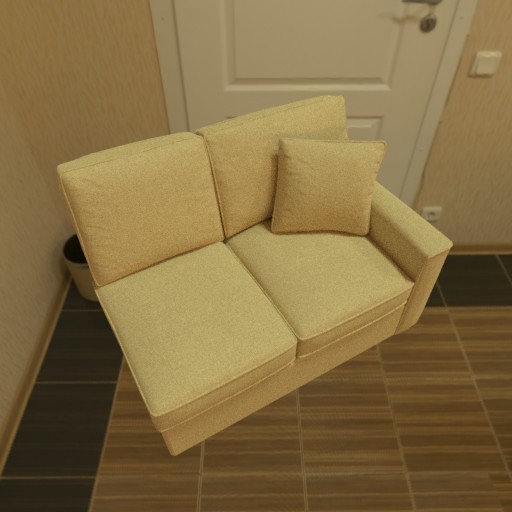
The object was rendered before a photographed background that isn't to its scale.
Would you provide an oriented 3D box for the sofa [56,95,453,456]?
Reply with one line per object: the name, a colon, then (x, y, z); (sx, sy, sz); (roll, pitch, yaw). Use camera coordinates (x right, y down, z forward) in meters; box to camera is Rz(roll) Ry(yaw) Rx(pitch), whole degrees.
sofa: (0.000, 0.000, 2.018); (1.388, 0.989, 0.991); (-22, 50, -20)
